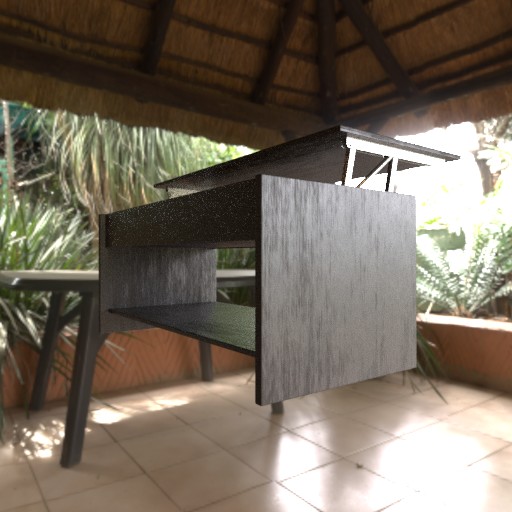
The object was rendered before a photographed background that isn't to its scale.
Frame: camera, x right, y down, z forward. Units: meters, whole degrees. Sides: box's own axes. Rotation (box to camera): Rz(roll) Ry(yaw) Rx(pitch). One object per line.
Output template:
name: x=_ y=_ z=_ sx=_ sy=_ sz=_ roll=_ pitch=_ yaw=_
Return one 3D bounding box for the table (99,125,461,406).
table: x=0.000 y=0.000 z=1.448 sx=0.712 sy=0.570 sz=1.000 roll=0 pitch=0 yaw=-36
